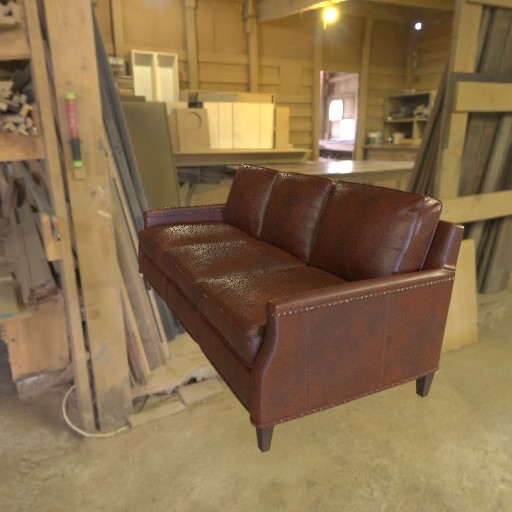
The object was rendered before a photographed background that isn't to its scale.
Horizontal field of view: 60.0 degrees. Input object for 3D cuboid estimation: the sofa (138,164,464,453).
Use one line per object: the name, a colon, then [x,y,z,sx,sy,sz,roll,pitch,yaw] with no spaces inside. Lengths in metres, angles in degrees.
sofa: [0.000,0.000,2.810,1.084,1.003,2.240,-8,18,-25]
